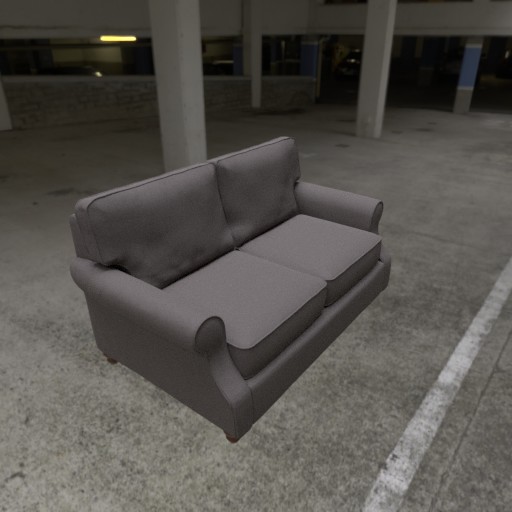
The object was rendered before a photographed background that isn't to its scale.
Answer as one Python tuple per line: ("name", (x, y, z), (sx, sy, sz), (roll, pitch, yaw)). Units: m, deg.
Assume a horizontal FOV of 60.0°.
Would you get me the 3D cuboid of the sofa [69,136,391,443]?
("sofa", (0.000, 0.000, 2.341), (0.964, 0.937, 1.665), (19, 33, 33))
